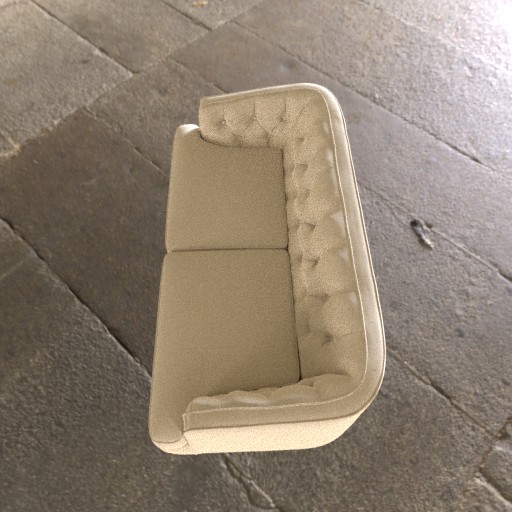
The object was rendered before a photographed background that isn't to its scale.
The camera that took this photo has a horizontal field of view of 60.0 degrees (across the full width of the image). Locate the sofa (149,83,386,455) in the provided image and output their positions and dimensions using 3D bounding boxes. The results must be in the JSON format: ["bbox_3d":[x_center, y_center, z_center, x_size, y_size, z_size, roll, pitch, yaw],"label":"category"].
[{"bbox_3d":[0.000,0.000,2.204,0.941,0.855,1.733,-1,59,-1],"label":"sofa"}]
